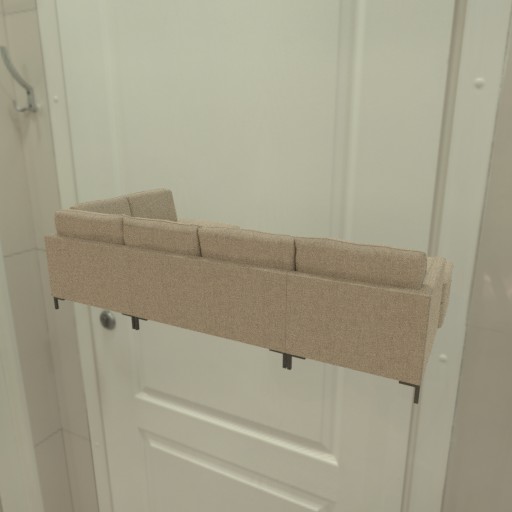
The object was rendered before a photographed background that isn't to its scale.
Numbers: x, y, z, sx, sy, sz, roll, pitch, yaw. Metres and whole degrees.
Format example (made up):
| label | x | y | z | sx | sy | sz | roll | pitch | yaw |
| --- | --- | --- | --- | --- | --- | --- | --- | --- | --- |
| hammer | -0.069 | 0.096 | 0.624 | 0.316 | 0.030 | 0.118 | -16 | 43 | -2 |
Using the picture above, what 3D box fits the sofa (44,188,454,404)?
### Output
| label | x | y | z | sx | sy | sz | roll | pitch | yaw |
| --- | --- | --- | --- | --- | --- | --- | --- | --- | --- |
| sofa | 0.000 | 0.000 | 4.242 | 3.423 | 0.996 | 2.021 | 8 | 18 | 26 |
